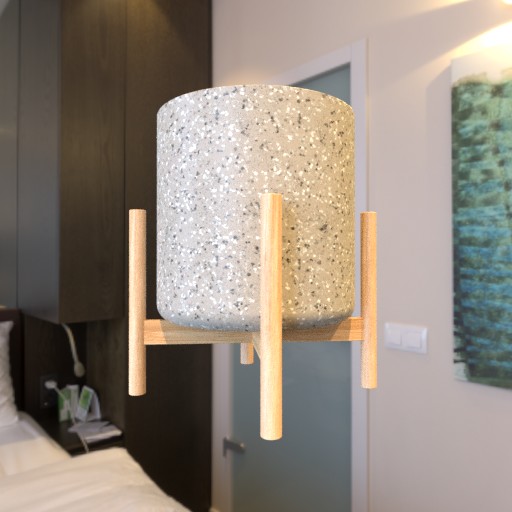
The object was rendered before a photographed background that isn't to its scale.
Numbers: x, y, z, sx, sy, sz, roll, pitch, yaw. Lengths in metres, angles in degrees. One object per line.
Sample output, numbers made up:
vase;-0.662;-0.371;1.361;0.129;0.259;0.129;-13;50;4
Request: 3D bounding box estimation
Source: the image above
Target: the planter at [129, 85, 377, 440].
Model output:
planter;0.000;0.000;0.694;0.360;0.419;0.360;0;0;17
